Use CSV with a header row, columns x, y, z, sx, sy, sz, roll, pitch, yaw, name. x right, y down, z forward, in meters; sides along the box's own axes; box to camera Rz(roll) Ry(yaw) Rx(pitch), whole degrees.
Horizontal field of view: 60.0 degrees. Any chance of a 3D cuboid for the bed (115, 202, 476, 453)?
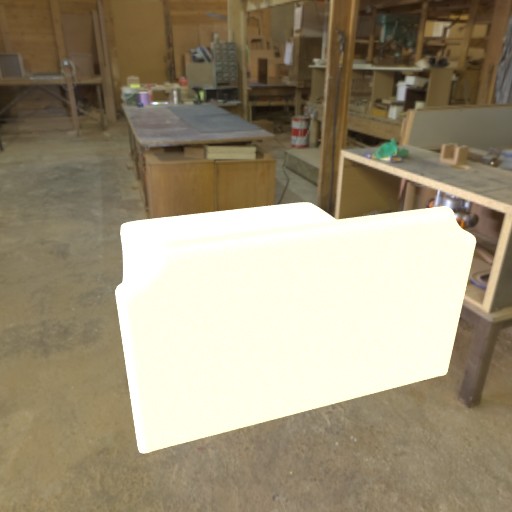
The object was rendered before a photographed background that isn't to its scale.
x,y,z,sx,sy,sz,roll,pitch,yaw,name
0.000,0.000,3.529,2.160,1.301,2.204,-8,26,-17,bed
